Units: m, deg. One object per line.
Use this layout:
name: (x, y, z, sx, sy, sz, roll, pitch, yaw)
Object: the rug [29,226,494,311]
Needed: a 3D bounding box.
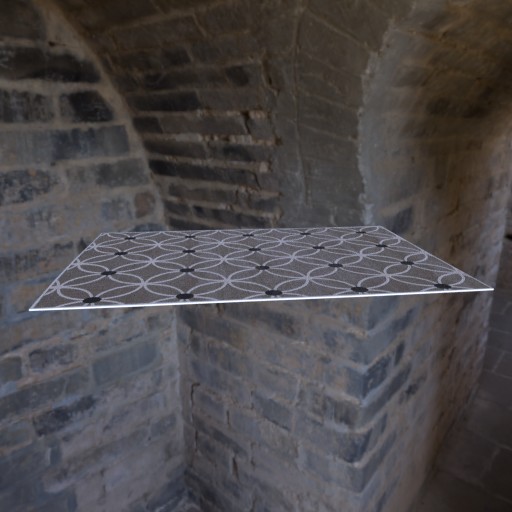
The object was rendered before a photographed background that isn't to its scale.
rug: (0.000, 0.000, 2.865, 2.284, 0.008, 1.522, -2, 16, -6)
